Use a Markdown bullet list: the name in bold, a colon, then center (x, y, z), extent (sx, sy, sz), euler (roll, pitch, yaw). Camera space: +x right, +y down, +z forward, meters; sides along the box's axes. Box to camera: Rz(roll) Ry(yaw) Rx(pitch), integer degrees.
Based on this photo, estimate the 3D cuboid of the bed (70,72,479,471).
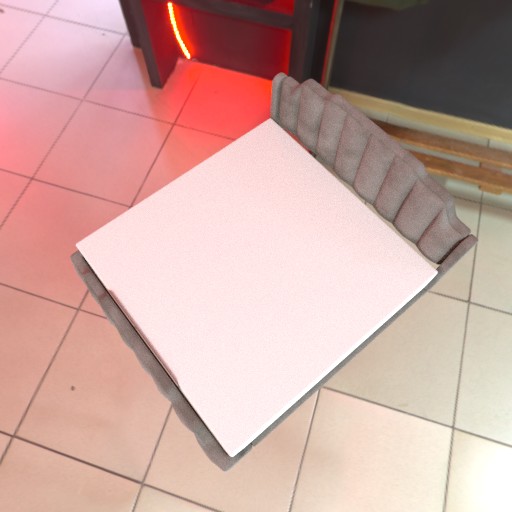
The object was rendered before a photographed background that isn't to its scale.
- **bed**: center (0.000, 0.000, 3.450), extent (2.340, 1.245, 2.074), euler (-37, 70, -16)
